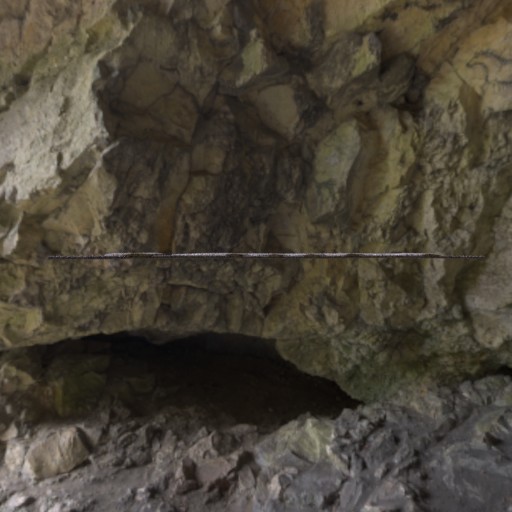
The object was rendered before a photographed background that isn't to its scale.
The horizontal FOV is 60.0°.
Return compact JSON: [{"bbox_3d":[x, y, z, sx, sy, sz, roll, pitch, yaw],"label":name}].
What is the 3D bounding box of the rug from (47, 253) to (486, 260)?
[{"bbox_3d":[0.000,0.000,2.944,2.333,0.033,1.513,0,0,-18],"label":"rug"}]
